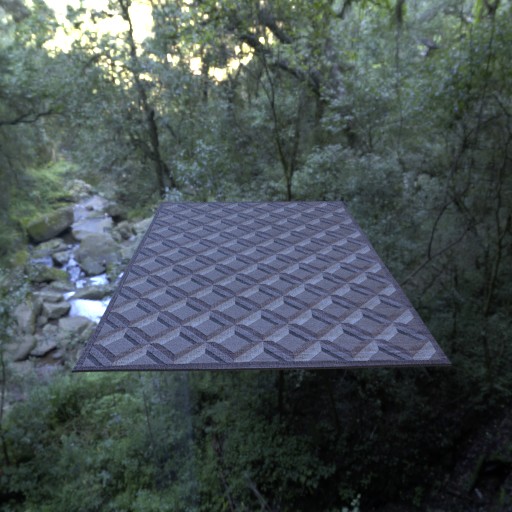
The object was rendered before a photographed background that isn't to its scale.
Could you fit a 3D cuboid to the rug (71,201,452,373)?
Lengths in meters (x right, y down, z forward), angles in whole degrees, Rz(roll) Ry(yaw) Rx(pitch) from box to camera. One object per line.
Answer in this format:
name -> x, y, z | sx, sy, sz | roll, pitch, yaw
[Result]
rug -> 0.000, 0.000, 2.876 | 1.600, 0.013, 2.260 | -1, 25, -1
